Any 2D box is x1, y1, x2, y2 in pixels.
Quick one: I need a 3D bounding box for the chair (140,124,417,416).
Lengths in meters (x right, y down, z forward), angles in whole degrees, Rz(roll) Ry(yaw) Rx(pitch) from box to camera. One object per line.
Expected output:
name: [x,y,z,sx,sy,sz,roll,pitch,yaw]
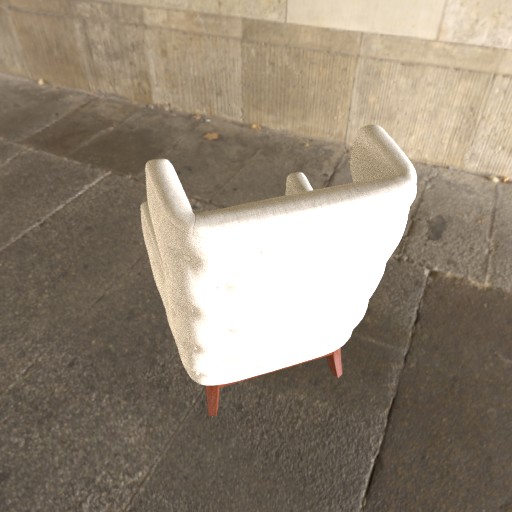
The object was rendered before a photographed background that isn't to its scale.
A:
chair: [0.000,0.000,1.697,0.778,1.079,0.899,-13,43,-14]
